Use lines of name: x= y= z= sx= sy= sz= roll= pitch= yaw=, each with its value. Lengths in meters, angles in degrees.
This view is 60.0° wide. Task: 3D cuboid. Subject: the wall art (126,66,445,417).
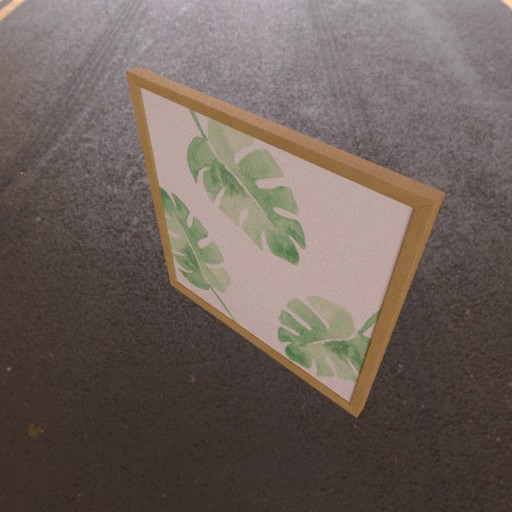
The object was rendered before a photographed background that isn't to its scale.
wall art: x=0.000 y=0.000 z=1.145 sx=0.763 sy=0.763 sz=0.037 roll=31 pitch=53 yaw=27
